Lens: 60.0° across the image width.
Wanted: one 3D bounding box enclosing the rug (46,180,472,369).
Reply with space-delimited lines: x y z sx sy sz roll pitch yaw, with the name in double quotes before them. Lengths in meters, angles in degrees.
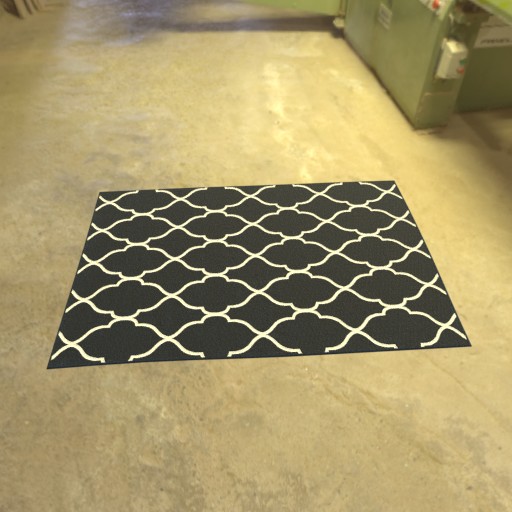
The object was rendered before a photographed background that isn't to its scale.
"rug" 0.000 0.000 2.898 2.294 0.014 1.528 -3 46 -3
